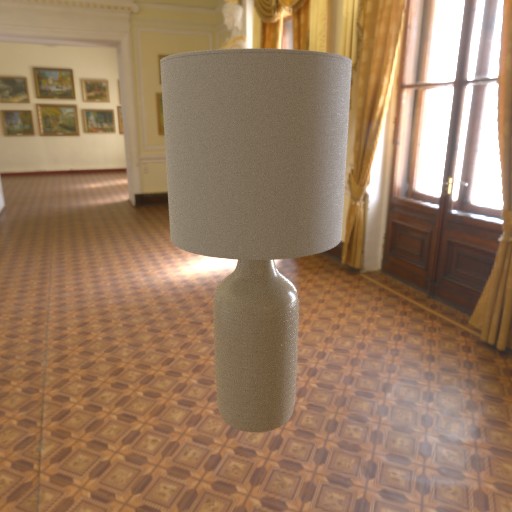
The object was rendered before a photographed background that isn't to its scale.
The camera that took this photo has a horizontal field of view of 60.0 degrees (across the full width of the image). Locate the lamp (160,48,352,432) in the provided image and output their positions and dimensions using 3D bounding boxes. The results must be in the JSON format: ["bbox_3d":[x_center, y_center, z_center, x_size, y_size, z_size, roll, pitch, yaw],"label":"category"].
[{"bbox_3d":[0.000,0.000,0.590,0.220,0.475,0.220,-3,17,-10],"label":"lamp"}]
